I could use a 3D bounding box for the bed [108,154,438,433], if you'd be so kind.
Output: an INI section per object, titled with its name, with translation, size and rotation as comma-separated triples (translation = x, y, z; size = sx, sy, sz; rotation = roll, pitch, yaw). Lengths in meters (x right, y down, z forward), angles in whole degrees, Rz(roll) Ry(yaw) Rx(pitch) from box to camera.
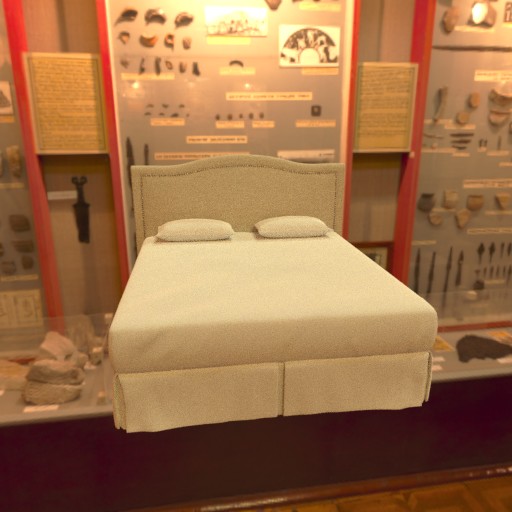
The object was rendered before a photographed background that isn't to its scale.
[bed]
translation = 0.000, 0.000, 3.481
size = 2.083, 1.421, 2.182
rotation = -2, 17, -8
